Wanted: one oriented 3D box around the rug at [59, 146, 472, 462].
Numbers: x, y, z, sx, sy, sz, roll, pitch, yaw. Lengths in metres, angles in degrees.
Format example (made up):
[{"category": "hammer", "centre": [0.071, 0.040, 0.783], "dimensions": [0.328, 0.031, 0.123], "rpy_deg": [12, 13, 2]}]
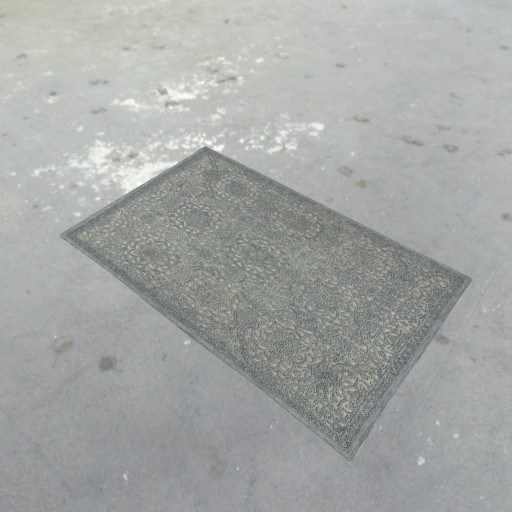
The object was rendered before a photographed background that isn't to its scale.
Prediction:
[{"category": "rug", "centre": [0.000, 0.000, 3.108], "dimensions": [2.498, 0.022, 1.535], "rpy_deg": [31, 54, 26]}]
